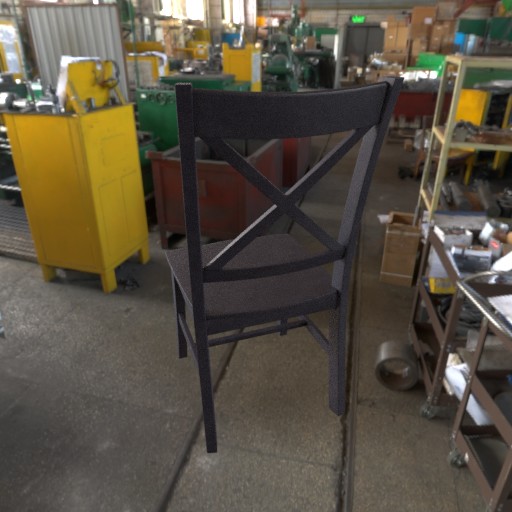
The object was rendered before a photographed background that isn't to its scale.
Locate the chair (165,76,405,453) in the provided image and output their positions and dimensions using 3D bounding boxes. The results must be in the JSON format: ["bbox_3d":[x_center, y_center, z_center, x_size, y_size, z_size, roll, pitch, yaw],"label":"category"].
[{"bbox_3d":[0.000,0.000,1.281,0.485,0.983,0.542,-9,28,-18],"label":"chair"}]
